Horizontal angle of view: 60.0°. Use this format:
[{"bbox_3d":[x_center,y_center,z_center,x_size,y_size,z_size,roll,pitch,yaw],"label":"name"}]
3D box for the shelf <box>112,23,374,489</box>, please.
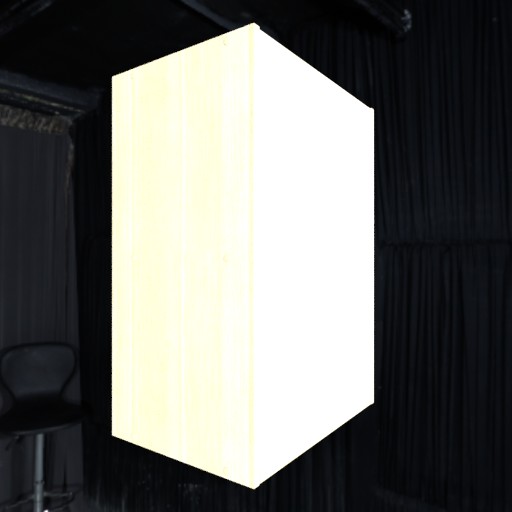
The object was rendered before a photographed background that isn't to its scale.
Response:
[{"bbox_3d":[0.000,0.000,0.813,0.290,0.592,0.414,0,0,36],"label":"shelf"}]
